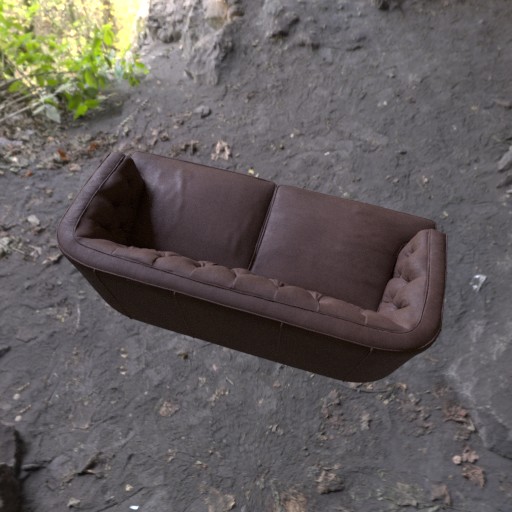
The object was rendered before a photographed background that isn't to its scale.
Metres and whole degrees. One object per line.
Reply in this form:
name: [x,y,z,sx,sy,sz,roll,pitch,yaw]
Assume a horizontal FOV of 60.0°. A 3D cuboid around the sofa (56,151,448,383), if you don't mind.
sofa: [0.000,0.000,2.326,1.767,0.799,0.917,15,65,7]
